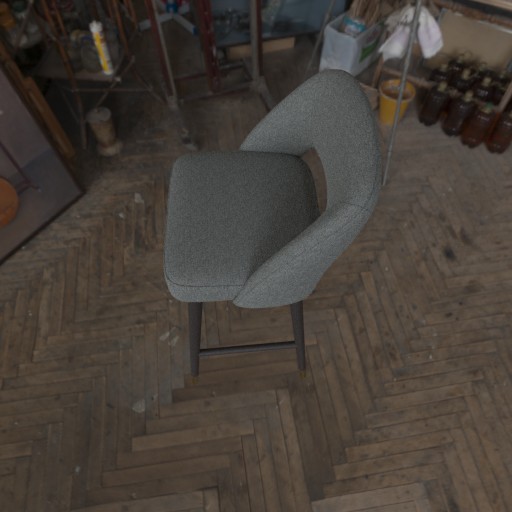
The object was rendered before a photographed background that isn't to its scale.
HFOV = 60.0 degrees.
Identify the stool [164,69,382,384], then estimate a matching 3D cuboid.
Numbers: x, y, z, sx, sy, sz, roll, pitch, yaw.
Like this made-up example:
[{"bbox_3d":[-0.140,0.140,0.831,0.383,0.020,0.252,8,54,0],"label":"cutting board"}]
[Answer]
[{"bbox_3d":[0.000,0.000,1.395,0.524,1.089,0.536,-2,57,-1],"label":"stool"}]
